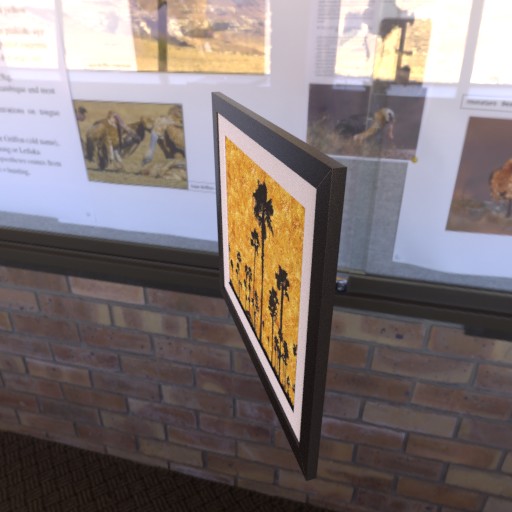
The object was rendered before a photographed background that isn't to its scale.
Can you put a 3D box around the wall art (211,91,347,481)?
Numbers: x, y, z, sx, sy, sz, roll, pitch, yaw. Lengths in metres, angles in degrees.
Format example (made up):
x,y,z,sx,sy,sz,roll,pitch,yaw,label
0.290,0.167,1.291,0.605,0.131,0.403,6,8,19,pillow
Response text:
x,y,z,sx,sy,sz,roll,pitch,yaw,label
0.000,0.000,0.543,0.012,0.332,0.383,-8,29,-15,wall art
